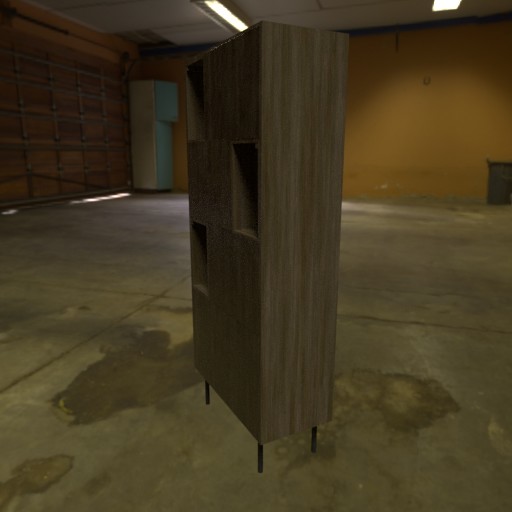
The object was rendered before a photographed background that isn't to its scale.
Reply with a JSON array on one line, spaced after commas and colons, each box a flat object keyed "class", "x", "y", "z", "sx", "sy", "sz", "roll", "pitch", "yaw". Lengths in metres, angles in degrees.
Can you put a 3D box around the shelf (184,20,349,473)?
[{"class": "shelf", "x": 0.000, "y": 0.000, "z": 1.793, "sx": 0.323, "sy": 1.545, "sz": 0.670, "roll": -7, "pitch": 15, "yaw": -27}]
